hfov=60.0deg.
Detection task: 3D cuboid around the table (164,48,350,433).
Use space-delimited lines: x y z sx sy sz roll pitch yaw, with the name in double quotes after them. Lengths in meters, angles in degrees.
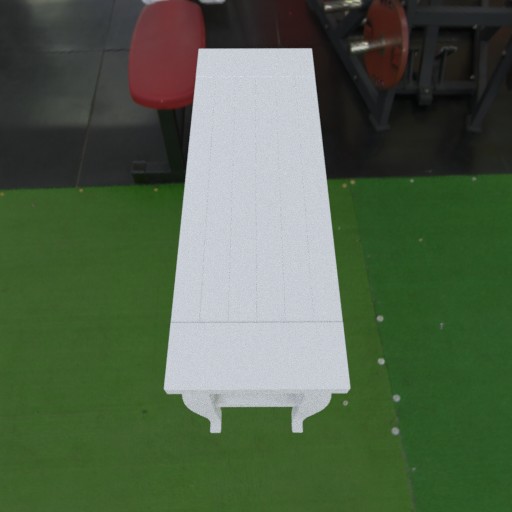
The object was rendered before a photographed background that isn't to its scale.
0.000 0.000 1.449 0.373 0.768 1.062 0 59 0 "table"
